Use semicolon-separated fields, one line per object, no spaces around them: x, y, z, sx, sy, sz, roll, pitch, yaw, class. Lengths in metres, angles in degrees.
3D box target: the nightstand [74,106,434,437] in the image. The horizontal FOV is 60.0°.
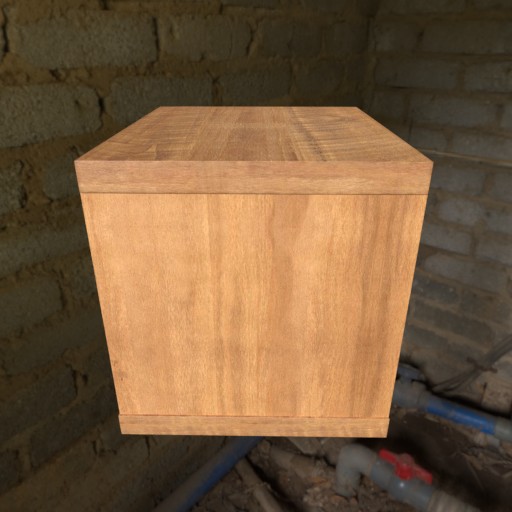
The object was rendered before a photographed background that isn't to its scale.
0.000;0.000;0.858;0.436;0.491;0.493;0;26;1;nightstand
